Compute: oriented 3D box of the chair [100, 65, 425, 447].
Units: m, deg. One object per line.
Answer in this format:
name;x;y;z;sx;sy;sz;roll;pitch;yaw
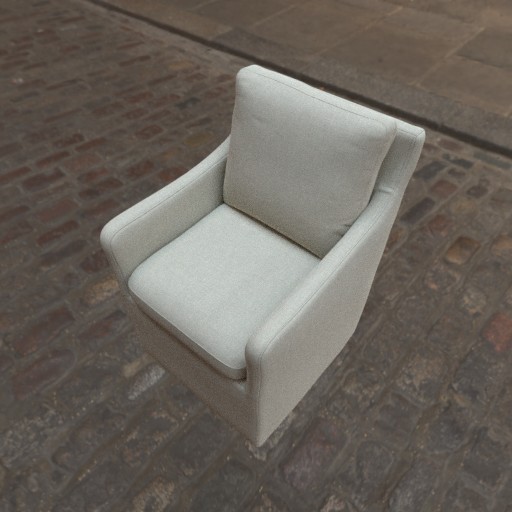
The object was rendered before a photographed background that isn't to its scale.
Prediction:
chair;0.000;0.000;1.384;0.626;0.914;0.694;32;55;26
